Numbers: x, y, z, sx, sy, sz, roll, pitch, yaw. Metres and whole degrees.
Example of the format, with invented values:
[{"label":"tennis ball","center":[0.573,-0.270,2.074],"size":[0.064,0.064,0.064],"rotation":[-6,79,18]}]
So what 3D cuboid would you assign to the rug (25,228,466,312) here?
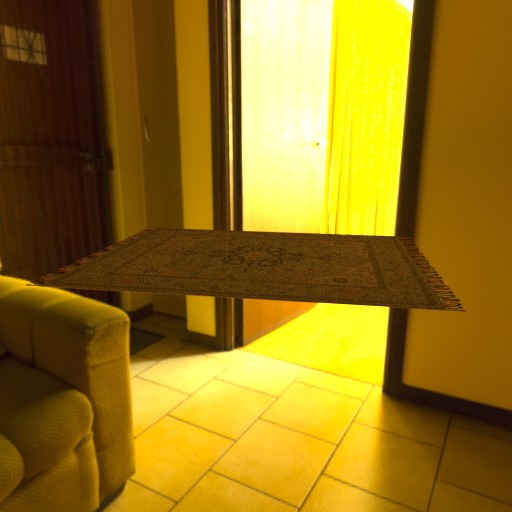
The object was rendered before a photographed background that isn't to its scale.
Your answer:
[{"label":"rug","center":[0.000,0.000,3.522],"size":[2.651,0.010,1.971],"rotation":[2,15,10]}]
